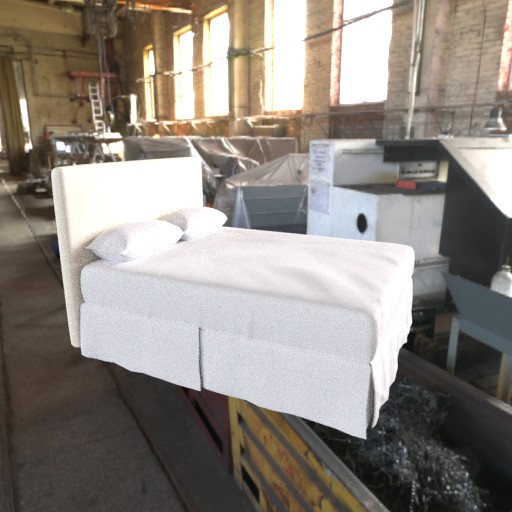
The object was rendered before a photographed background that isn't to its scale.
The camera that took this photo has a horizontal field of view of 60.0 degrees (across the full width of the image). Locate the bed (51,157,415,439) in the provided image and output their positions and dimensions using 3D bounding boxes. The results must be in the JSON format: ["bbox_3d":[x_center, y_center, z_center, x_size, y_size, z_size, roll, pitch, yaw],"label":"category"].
[{"bbox_3d":[0.000,0.000,3.248,2.142,1.330,1.713,7,17,25],"label":"bed"}]
